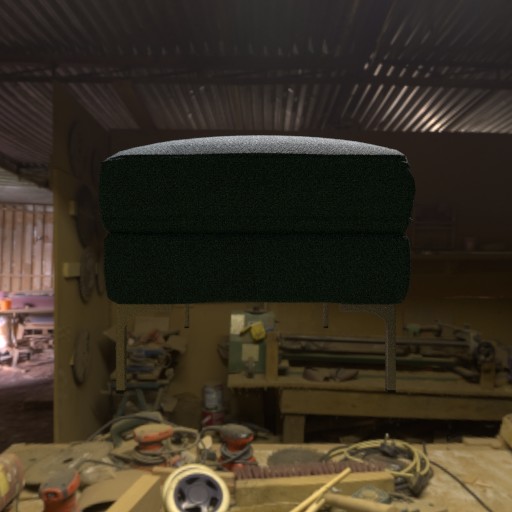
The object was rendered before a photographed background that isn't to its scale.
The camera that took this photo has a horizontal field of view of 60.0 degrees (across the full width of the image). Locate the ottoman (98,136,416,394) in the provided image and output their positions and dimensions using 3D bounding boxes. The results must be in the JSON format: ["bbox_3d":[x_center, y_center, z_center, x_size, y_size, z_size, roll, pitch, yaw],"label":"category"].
[{"bbox_3d":[0.000,0.000,1.181,0.563,0.498,0.856,0,0,0],"label":"ottoman"}]
